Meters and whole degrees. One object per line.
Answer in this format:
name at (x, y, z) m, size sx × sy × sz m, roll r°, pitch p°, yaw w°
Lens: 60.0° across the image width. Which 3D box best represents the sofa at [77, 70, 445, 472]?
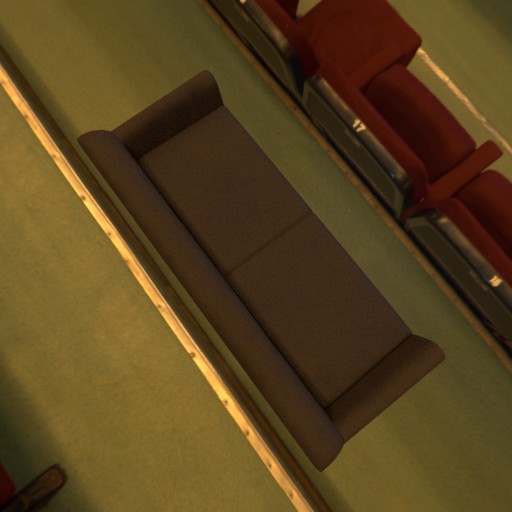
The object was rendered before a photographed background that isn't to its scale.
sofa at (0.000, 0.000, 2.686) m, size 0.900 × 0.740 × 2.190 m, roll -37°, pitch 80°, yaw -8°
